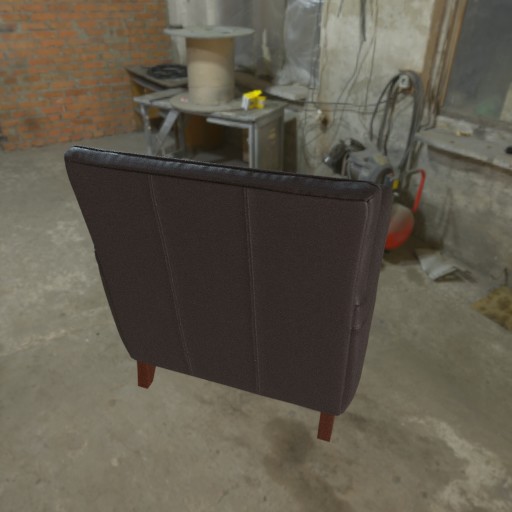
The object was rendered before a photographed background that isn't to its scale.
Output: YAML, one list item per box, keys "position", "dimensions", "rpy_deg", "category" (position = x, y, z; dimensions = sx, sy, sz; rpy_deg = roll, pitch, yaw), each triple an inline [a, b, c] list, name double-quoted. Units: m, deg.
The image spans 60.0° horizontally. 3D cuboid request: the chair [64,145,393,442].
- position: [0.000, 0.000, 1.599]
  dimensions: [0.870, 0.943, 0.825]
  rpy_deg: [10, 33, 16]
  category: "chair"
